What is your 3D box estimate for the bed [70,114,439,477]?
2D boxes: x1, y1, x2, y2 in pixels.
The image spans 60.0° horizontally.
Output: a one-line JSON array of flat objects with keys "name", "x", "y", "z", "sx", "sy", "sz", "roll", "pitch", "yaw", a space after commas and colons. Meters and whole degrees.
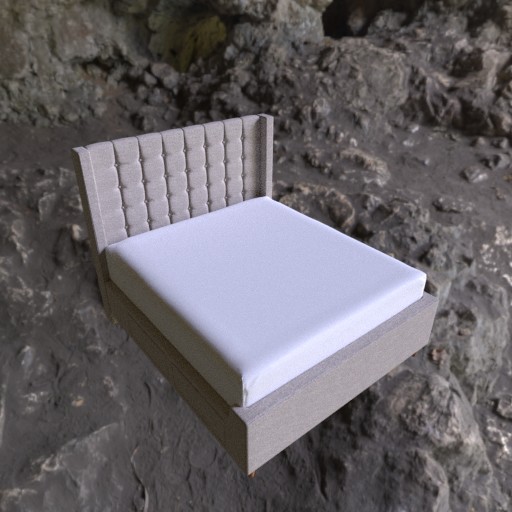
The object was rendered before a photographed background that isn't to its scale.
[{"name": "bed", "x": 0.000, "y": 0.000, "z": 3.831, "sx": 2.044, "sy": 1.748, "sz": 2.372, "roll": -22, "pitch": 37, "yaw": -33}]
